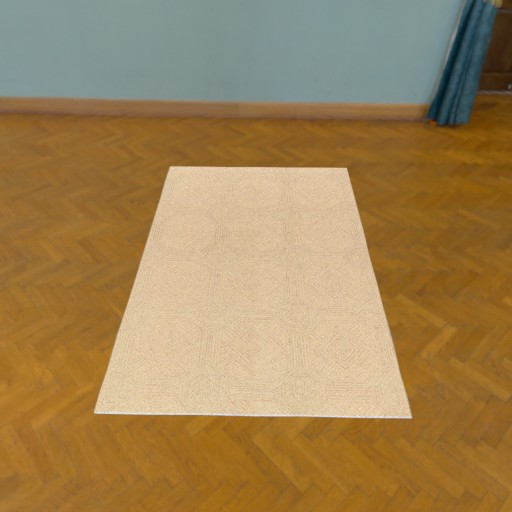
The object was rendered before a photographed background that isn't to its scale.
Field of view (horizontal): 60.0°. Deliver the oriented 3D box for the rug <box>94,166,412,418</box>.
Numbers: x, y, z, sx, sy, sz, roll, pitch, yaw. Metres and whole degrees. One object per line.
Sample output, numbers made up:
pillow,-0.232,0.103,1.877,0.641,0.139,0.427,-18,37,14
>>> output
rug,0.000,0.000,2.389,1.236,0.009,1.839,1,42,1
